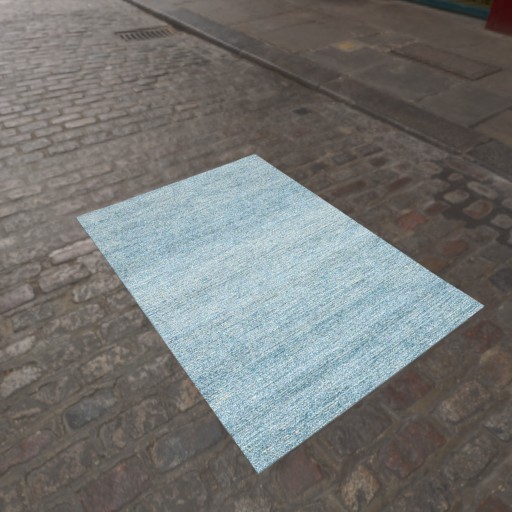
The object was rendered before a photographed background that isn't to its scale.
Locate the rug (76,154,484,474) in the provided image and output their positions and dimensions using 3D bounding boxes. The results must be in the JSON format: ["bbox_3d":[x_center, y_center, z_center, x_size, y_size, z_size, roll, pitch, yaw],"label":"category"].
[{"bbox_3d":[0.000,0.000,2.873,1.611,0.026,2.260,-25,47,-26],"label":"rug"}]
